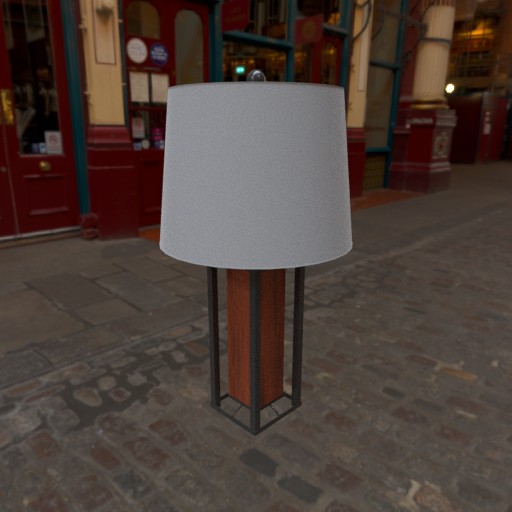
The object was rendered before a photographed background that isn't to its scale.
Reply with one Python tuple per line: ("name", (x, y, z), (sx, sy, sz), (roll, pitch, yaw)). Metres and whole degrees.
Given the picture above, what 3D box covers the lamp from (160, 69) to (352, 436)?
("lamp", (0.000, 0.000, 0.757), (0.320, 0.591, 0.320), (0, 16, 0))
